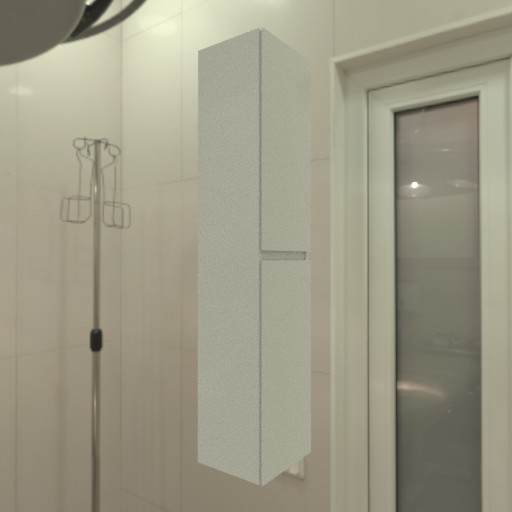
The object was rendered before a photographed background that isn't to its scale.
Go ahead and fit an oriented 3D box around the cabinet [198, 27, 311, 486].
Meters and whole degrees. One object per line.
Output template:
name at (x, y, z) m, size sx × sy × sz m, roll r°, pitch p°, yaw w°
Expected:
cabinet at (0.000, 0.000, 1.550) m, size 0.270 × 1.400 × 0.300 m, roll 0°, pitch 0°, yaw 36°
